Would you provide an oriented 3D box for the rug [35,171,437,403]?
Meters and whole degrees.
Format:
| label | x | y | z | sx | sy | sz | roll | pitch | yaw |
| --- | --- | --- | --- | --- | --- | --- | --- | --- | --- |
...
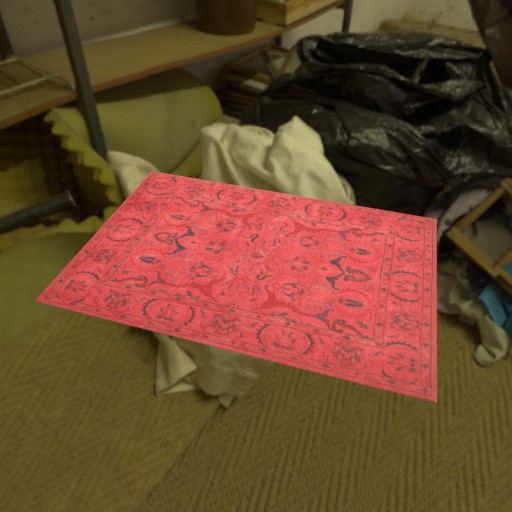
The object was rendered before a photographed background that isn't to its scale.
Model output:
| label | x | y | z | sx | sy | sz | roll | pitch | yaw |
| --- | --- | --- | --- | --- | --- | --- | --- | --- | --- |
| rug | 0.000 | 0.000 | 2.325 | 1.814 | 0.008 | 1.209 | 11 | 43 | 12 |
